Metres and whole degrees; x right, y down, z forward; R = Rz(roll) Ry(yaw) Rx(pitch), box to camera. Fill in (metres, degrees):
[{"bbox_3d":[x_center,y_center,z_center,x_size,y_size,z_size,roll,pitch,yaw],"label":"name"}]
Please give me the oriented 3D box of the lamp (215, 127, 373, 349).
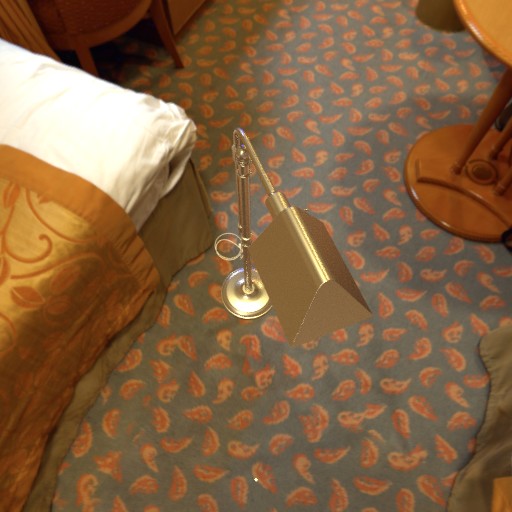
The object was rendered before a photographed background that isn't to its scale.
[{"bbox_3d":[0.000,0.000,0.944,0.159,0.708,0.546,-19,65,-9],"label":"lamp"}]
